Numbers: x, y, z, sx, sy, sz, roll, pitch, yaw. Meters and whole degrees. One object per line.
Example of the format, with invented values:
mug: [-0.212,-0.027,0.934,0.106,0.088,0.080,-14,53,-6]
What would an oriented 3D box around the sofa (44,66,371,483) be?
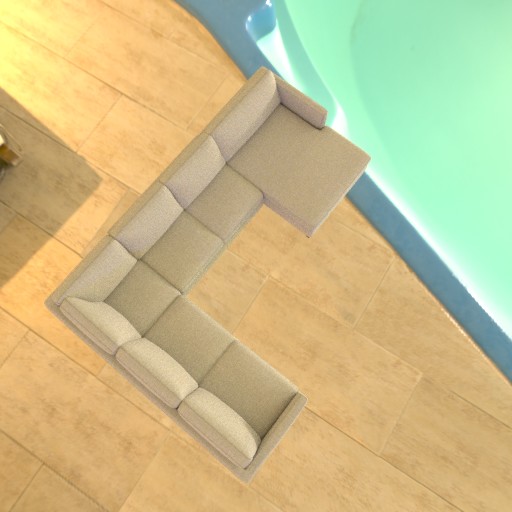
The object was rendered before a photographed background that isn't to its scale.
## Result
sofa: [0.000,0.000,4.578,2.551,0.889,3.403,38,79,9]
